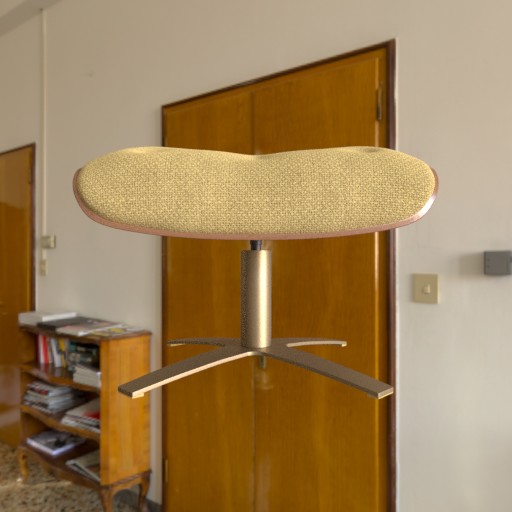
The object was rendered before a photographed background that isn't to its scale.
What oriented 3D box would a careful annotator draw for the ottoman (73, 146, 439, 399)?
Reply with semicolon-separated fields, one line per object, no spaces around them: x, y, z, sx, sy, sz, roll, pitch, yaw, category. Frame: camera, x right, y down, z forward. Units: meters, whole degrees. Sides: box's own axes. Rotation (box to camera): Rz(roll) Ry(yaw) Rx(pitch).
0.000;0.000;0.801;0.520;0.391;0.394;0;0;0;ottoman
